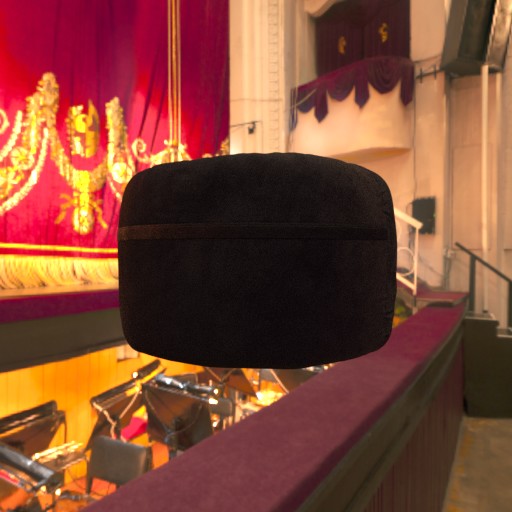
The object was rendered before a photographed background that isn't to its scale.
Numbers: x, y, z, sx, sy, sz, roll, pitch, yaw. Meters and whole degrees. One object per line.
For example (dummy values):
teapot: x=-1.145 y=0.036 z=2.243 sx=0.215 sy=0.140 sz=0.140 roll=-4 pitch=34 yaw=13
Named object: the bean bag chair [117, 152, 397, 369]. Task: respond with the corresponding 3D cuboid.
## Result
bean bag chair: x=0.000 y=0.000 z=2.012 sx=1.219 sy=0.762 sz=1.219 roll=0 pitch=1 yaw=0
